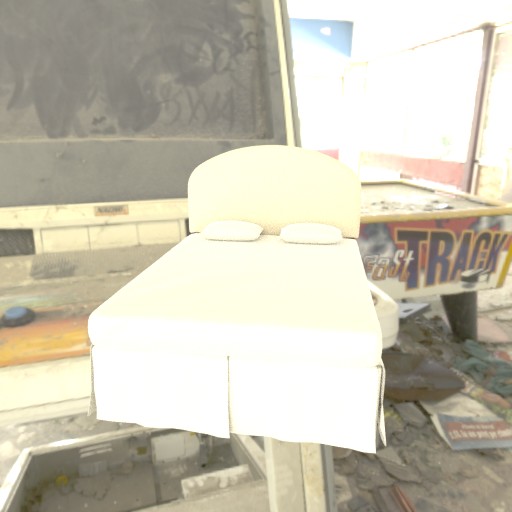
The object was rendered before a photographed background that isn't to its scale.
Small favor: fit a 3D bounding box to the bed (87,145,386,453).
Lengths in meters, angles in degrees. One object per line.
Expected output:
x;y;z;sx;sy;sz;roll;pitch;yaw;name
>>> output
0.000;0.000;3.046;1.607;1.410;2.005;2;16;8;bed
